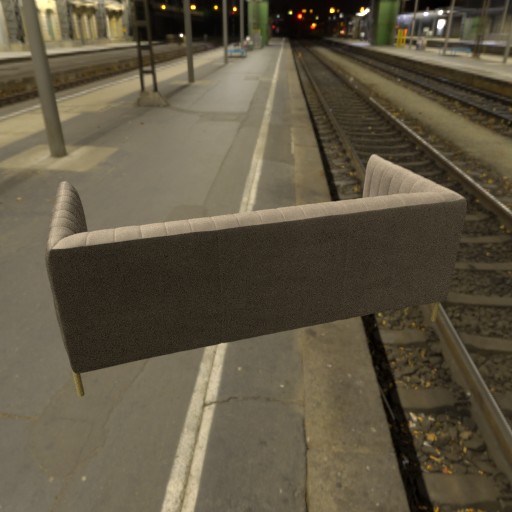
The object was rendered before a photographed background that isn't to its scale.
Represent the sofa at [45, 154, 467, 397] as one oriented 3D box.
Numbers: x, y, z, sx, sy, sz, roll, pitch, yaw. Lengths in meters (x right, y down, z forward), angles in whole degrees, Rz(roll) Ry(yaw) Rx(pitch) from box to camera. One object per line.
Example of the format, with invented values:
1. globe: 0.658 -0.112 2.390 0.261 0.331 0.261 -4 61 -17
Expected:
1. sofa: 0.000 0.000 2.409 1.980 0.780 0.876 -8 28 -16
